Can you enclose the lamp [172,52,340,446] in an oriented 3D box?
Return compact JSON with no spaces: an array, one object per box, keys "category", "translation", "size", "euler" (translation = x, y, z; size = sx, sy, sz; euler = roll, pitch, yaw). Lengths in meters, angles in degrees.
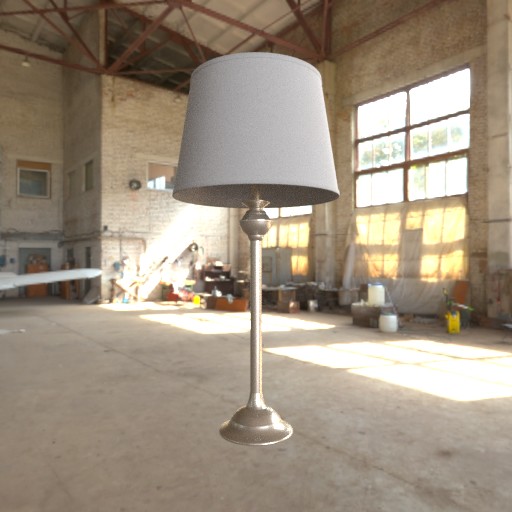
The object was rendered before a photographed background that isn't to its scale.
[{"category":"lamp","translation":[0.000,0.000,0.889],"size":[0.331,0.698,0.331],"euler":[0,-1,0]}]
